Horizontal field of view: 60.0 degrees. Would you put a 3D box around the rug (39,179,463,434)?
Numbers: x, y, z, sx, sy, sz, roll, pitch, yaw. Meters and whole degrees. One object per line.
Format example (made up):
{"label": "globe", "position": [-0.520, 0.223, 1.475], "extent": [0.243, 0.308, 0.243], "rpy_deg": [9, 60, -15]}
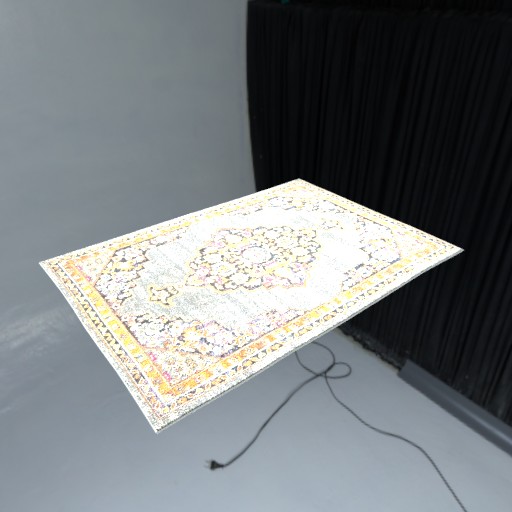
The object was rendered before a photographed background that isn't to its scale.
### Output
{"label": "rug", "position": [0.000, 0.000, 3.679], "extent": [2.901, 0.026, 2.043], "rpy_deg": [-23, 38, -32]}
